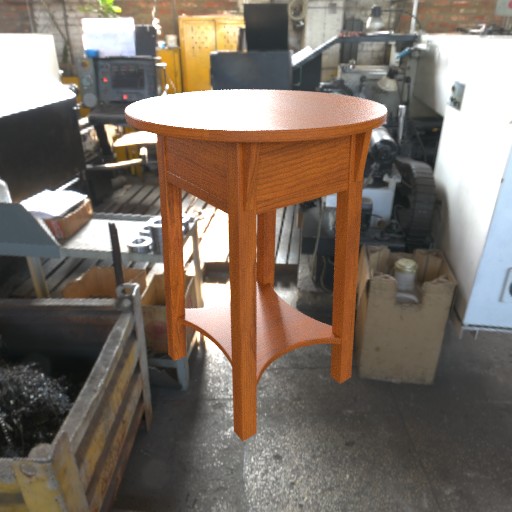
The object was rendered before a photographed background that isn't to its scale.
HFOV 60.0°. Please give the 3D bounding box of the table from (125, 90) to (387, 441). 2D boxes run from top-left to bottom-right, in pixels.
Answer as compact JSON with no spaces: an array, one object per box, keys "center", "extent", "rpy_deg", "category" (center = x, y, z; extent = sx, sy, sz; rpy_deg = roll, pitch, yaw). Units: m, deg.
[{"center":[0.000,0.000,0.935],"extent":[0.457,0.610,0.457],"rpy_deg":[0,27,0],"category":"table"}]
